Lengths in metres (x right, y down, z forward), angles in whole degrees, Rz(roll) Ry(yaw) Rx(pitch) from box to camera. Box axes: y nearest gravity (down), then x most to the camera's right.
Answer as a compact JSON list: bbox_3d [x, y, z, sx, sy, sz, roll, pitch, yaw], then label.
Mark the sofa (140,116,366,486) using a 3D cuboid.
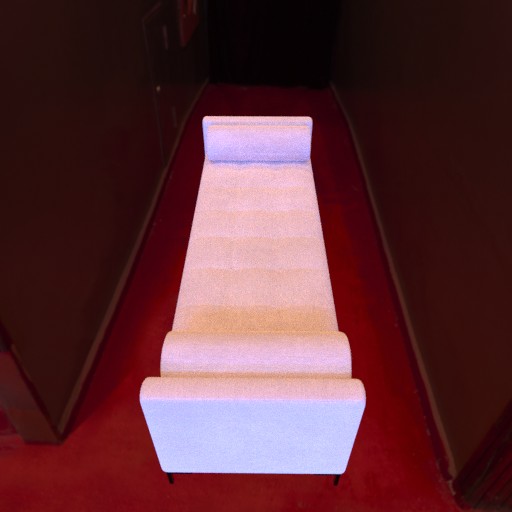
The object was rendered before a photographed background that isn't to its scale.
[{"bbox_3d":[0.000,0.000,2.251,0.686,0.635,1.981,0,42,0],"label":"sofa"}]
